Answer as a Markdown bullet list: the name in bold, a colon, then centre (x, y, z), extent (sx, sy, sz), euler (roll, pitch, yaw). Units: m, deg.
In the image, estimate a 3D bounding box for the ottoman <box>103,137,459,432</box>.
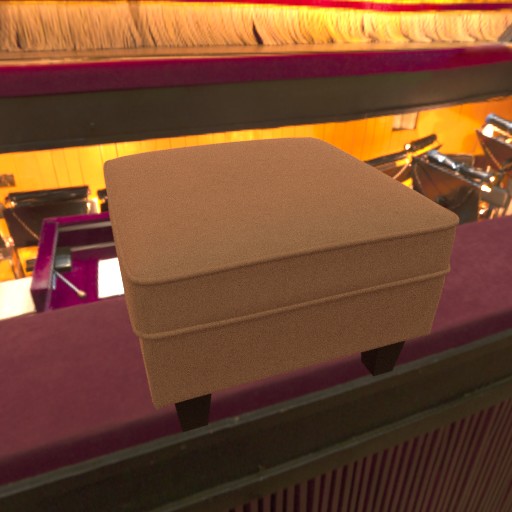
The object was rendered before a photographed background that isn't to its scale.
- **ottoman**: centre (0.000, 0.000, 1.045), extent (0.616, 0.438, 0.613), euler (-10, 32, -17)
